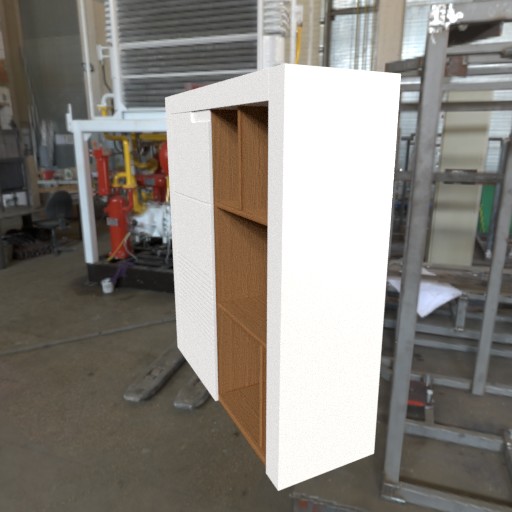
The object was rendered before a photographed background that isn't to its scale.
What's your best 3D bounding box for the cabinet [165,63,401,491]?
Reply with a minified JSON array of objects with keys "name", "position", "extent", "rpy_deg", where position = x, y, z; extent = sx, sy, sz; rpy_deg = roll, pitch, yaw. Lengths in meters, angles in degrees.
[{"name":"cabinet","position":[0.000,0.000,1.616],"extent":[0.348,1.150,0.990],"rpy_deg":[-7,17,-25]}]
